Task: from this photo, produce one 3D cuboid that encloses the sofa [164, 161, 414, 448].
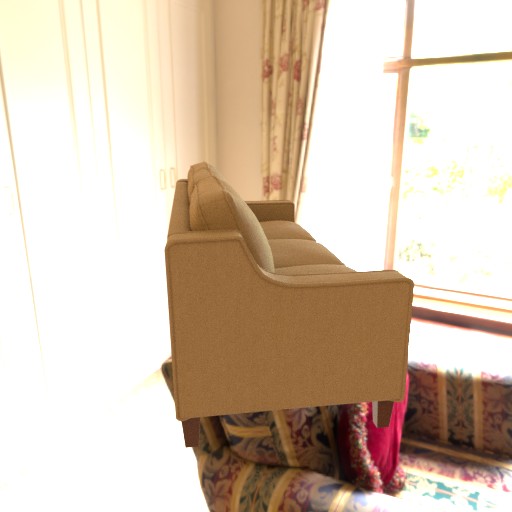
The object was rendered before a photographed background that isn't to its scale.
[{"bbox_3d":[0.000,0.000,2.538,0.911,0.974,1.986,-2,16,-8],"label":"sofa"}]
